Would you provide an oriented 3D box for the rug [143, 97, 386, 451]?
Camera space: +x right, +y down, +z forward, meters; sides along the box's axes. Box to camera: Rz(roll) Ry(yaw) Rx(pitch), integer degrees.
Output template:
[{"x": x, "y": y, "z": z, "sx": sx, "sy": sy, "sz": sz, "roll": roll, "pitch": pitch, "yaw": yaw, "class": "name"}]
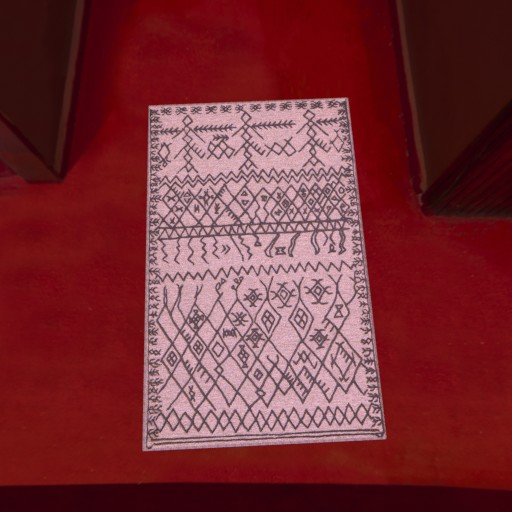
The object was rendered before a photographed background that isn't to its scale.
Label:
[{"x": 0.000, "y": 0.000, "z": 3.081, "sx": 1.526, "sy": 0.012, "sz": 2.444, "roll": -3, "pitch": 75, "yaw": -1, "class": "rug"}]
